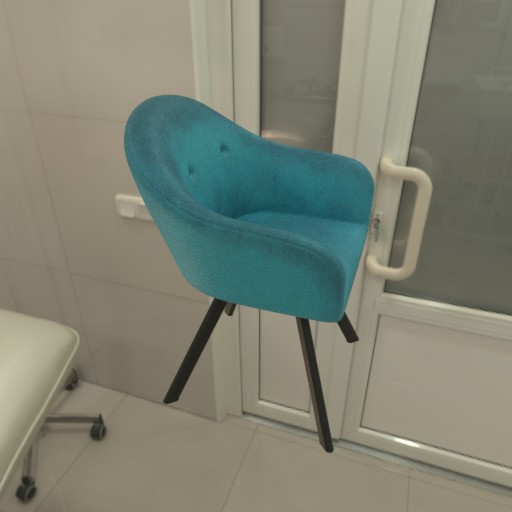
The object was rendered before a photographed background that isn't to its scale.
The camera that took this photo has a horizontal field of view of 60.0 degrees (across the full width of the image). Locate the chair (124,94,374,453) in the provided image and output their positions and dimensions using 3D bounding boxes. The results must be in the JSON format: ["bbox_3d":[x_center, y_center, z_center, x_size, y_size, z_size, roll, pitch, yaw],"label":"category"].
[{"bbox_3d":[0.000,0.000,1.179,0.570,0.780,0.540,10,32,17],"label":"chair"}]
